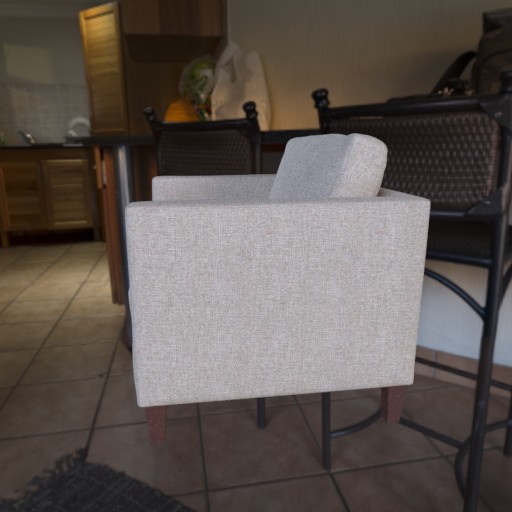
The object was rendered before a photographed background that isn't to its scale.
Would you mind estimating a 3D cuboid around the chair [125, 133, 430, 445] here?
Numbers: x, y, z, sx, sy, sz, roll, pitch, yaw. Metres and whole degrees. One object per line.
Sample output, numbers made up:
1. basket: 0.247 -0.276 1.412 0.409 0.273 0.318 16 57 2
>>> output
1. chair: 0.000 0.000 1.869 0.959 0.987 1.107 -2 15 -8
